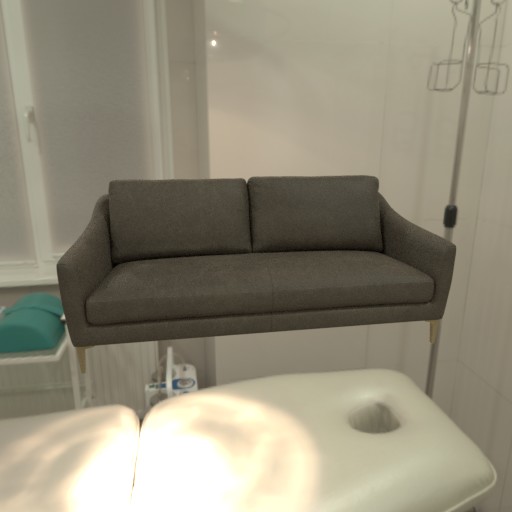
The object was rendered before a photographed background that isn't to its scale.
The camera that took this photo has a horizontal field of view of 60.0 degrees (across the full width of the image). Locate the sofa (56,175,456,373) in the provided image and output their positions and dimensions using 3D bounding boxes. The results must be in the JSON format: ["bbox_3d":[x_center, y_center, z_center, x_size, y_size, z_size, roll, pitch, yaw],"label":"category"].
[{"bbox_3d":[0.000,0.000,2.673,2.036,0.902,0.960,-3,16,-9],"label":"sofa"}]
